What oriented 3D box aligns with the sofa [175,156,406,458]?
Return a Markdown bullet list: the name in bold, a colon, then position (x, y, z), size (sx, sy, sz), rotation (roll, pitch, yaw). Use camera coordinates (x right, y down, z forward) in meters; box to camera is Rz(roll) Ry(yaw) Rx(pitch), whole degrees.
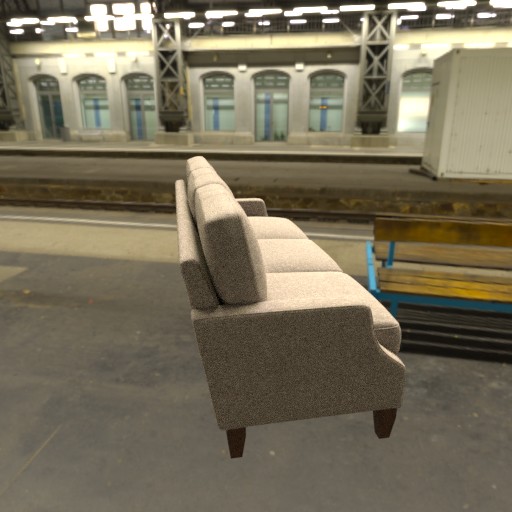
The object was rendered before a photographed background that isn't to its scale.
- **sofa**: position (0.000, 0.000, 2.593), size (0.888, 0.984, 2.115), rotation (-3, 18, -10)
